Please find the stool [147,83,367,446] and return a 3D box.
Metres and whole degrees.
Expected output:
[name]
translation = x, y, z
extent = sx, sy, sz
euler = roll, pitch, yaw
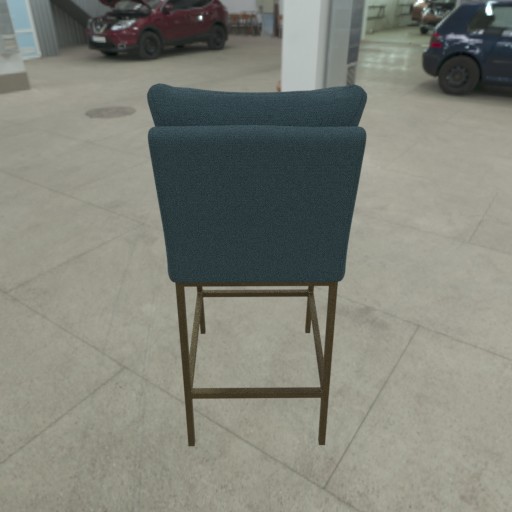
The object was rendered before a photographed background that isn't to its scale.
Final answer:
[stool]
translation = 0.000, 0.000, 1.315
extent = 0.463, 1.032, 0.568
euler = 0, 31, 0
